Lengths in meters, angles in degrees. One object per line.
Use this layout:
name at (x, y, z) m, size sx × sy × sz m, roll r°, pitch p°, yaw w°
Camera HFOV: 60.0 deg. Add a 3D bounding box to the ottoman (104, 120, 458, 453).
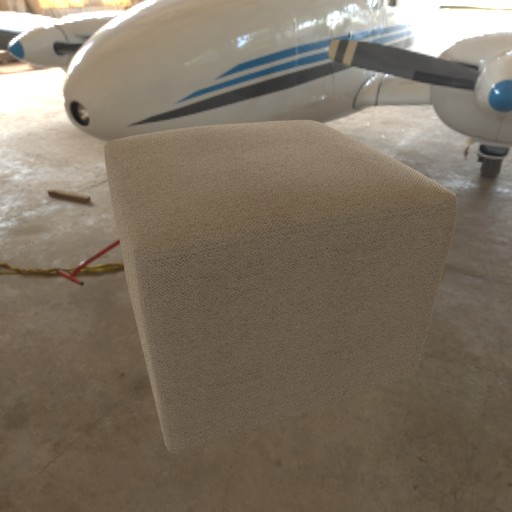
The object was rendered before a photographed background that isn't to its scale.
ottoman at (0.000, 0.000, 0.914) m, size 0.512 × 0.453 × 0.521 m, roll -11°, pitch 33°, yaw -18°
